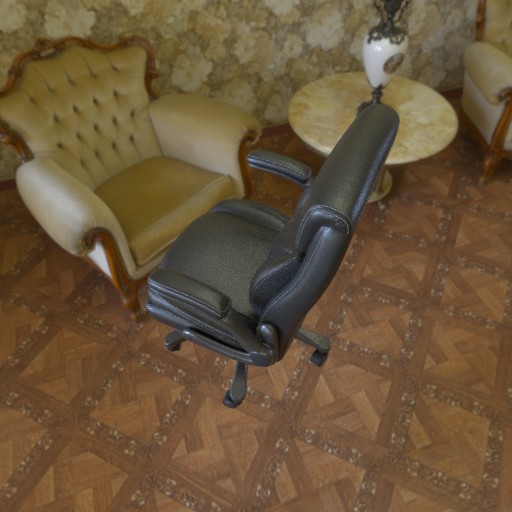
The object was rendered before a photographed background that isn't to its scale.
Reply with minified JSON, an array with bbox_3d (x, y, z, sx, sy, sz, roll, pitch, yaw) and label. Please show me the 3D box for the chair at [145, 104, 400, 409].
[{"bbox_3d":[0.000,0.000,1.625,0.724,1.110,0.782,18,49,16],"label":"chair"}]
